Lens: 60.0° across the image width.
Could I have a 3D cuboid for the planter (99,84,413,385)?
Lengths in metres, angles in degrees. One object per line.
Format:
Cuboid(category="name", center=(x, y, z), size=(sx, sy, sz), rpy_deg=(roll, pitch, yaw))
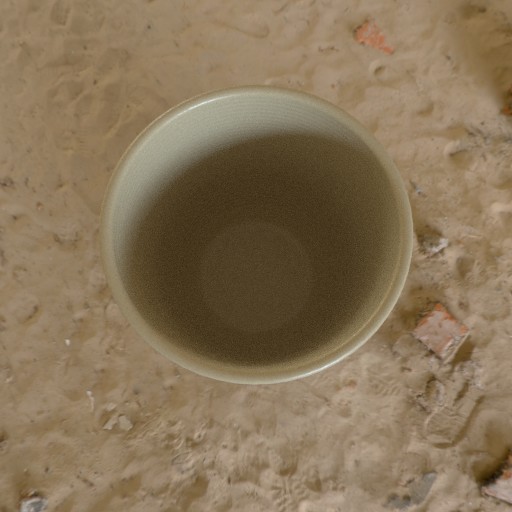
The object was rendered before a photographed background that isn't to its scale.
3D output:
Cuboid(category="planter", center=(0.000, 0.000, 0.381), size=(0.206, 0.190, 0.206), rpy_deg=(0, 76, 0))
